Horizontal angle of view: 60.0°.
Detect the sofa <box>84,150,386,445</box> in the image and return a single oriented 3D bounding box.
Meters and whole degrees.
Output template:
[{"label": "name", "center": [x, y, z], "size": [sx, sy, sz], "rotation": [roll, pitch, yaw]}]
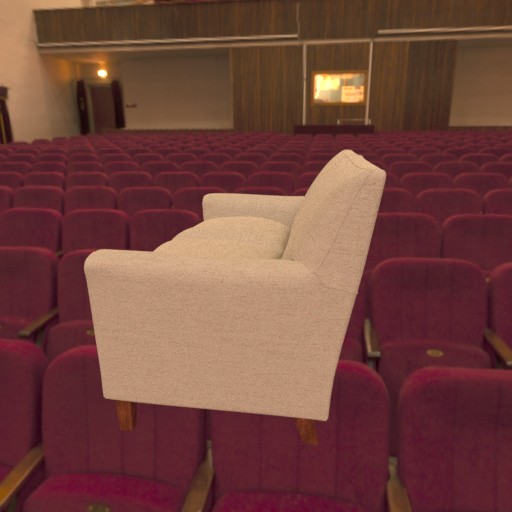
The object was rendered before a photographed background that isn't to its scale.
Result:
[{"label": "sofa", "center": [0.000, 0.000, 1.986], "size": [0.891, 0.892, 1.482], "rotation": [2, 16, 8]}]
